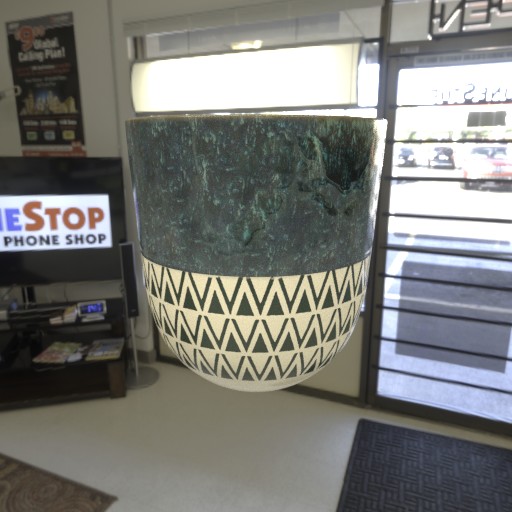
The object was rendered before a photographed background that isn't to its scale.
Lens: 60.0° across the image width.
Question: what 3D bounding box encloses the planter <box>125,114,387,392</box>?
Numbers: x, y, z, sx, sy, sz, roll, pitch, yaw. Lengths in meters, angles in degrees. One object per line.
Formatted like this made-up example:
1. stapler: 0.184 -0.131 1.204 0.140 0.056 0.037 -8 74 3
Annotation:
1. planter: 0.000 0.000 0.369 0.195 0.214 0.195 0 14 0
